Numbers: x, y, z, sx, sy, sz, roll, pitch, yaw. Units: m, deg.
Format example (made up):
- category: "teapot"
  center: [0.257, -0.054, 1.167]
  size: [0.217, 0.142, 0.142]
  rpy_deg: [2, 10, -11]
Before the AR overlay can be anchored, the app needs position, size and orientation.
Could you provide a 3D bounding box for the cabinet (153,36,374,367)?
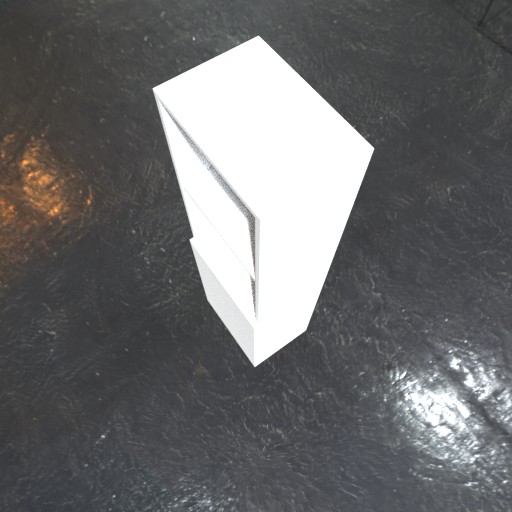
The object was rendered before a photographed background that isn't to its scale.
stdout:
- category: "cabinet"
  center: [0.000, 0.000, 1.536]
  size: [0.300, 1.350, 0.400]
  rpy_deg: [-33, 69, -14]
